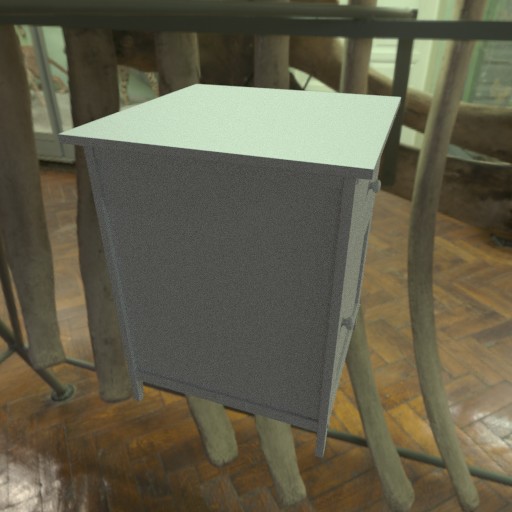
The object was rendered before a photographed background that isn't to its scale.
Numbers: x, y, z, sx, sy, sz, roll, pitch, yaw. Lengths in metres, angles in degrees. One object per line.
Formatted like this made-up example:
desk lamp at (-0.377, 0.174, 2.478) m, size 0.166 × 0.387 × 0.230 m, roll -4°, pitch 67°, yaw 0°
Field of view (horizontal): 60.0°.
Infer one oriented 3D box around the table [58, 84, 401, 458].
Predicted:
table at (0.000, 0.000, 0.765) m, size 0.381 × 0.483 × 0.381 m, roll 10°, pitch 32°, yaw 17°
